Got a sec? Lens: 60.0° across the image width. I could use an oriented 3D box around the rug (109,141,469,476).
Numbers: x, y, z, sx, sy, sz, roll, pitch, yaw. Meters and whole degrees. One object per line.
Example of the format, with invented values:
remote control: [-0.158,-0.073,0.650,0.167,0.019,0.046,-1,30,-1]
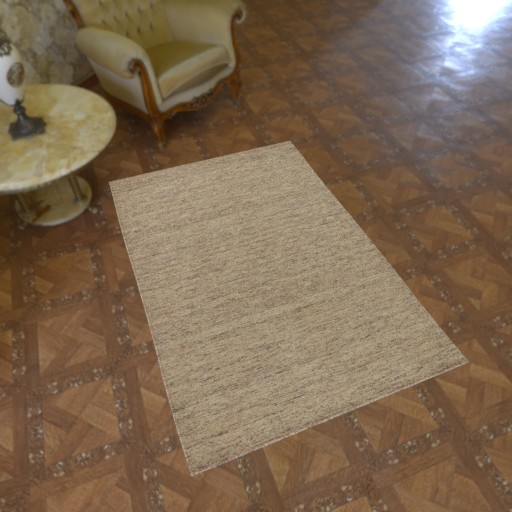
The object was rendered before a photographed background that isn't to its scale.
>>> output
rug: [0.000,0.000,2.898,1.547,0.013,2.283,-16,49,-15]
